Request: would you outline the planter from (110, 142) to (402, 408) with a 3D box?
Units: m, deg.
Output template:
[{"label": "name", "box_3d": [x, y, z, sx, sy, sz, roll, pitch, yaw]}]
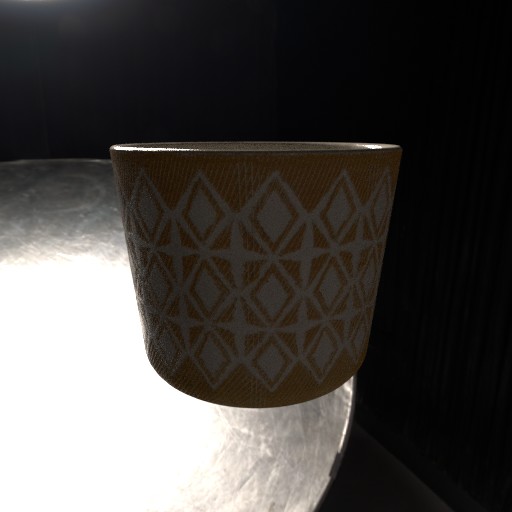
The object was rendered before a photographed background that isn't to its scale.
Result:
[{"label": "planter", "box_3d": [0.000, 0.000, 0.215, 0.126, 0.104, 0.126, 0, 16, 0]}]
